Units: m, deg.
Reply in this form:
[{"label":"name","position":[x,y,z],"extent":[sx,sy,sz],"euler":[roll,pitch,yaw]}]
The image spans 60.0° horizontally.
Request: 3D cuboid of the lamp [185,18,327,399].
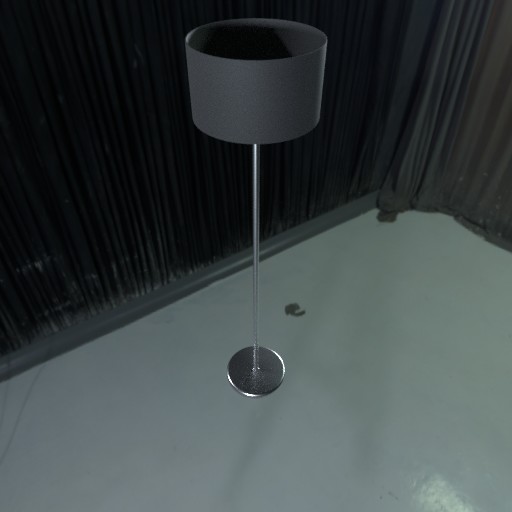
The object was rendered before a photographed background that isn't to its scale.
[{"label":"lamp","position":[0.000,0.000,1.571],"extent":[0.348,1.443,0.348],"euler":[-27,48,-27]}]
